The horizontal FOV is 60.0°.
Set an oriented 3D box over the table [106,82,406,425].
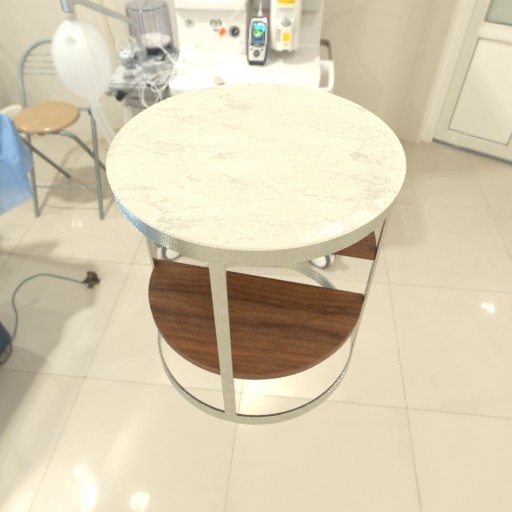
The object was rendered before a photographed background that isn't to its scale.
[{"bbox_3d":[0.000,0.000,0.771,0.407,0.447,0.407,0,45,0],"label":"table"}]
